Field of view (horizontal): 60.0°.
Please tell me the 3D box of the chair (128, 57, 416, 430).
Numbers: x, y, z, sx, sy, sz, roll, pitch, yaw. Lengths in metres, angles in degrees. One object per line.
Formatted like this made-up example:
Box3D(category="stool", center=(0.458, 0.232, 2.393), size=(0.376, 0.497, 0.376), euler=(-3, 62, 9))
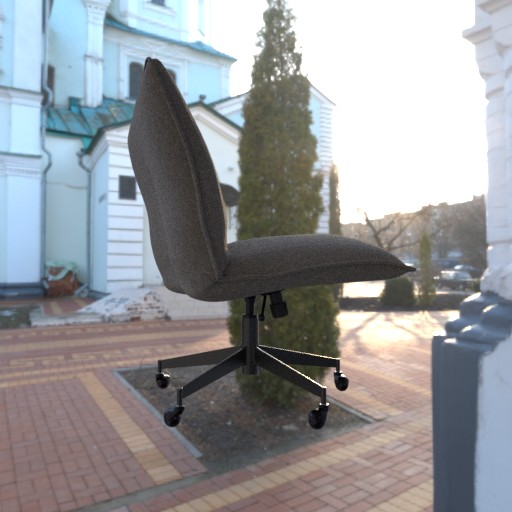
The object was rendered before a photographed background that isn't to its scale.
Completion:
Box3D(category="chair", center=(0.000, 0.000, 1.268), size=(0.696, 0.811, 0.597), euler=(0, -1, -19))
